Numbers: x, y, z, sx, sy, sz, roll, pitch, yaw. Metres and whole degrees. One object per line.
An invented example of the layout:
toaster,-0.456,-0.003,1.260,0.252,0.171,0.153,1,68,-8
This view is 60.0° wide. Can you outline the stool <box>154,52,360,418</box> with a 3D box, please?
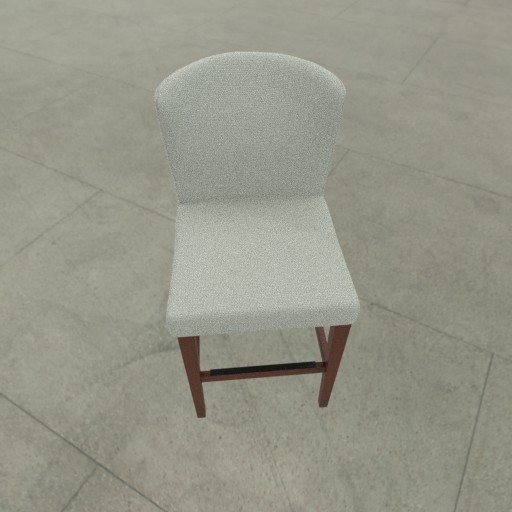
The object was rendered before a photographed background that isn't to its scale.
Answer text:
stool,0.000,0.000,1.307,0.481,0.969,0.568,-4,46,-4
